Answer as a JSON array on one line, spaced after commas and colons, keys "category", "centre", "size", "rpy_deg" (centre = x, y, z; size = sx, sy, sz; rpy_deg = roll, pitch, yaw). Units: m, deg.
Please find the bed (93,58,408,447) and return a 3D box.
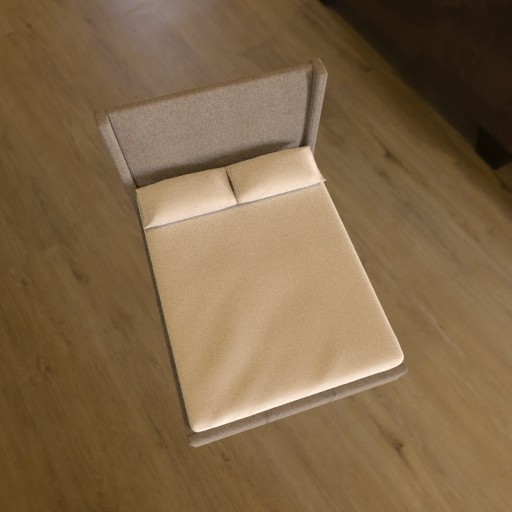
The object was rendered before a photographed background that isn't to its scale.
[{"category": "bed", "centre": [0.000, 0.000, 3.417], "size": [1.714, 1.476, 2.245], "rpy_deg": [-16, 65, -8]}]
